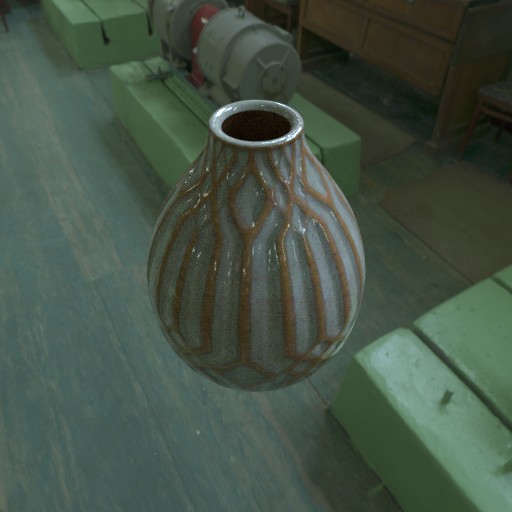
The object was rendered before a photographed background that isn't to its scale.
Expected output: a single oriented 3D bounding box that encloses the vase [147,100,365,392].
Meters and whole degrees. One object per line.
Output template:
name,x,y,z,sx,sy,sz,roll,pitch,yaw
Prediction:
vase,0.000,0.000,0.264,0.131,0.175,0.131,0,45,0
